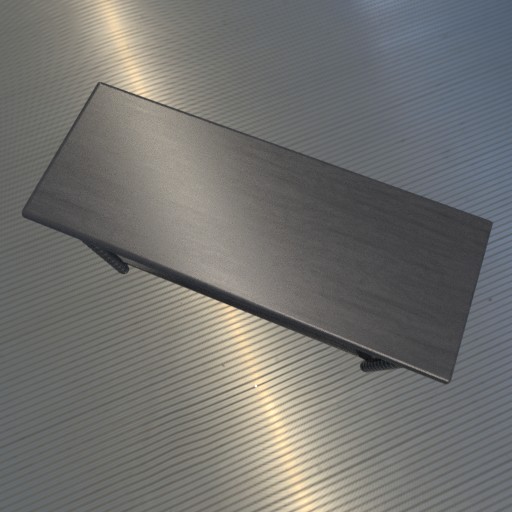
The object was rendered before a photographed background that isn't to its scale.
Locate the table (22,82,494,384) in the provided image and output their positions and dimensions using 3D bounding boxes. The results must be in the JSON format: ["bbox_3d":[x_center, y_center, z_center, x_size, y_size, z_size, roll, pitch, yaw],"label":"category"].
[{"bbox_3d":[0.000,0.000,1.531,1.184,0.735,0.459,21,75,6],"label":"table"}]
